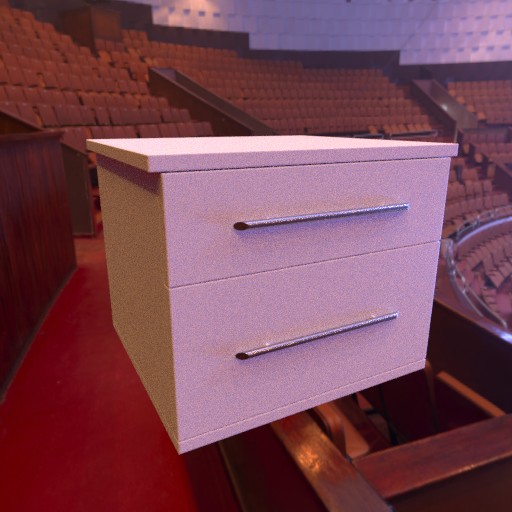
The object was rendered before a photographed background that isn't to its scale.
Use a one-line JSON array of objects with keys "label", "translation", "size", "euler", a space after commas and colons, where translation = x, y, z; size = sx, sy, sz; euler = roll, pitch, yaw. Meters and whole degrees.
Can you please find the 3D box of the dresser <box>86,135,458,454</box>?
[{"label": "dresser", "translation": [0.000, 0.000, 0.720], "size": [0.430, 0.360, 0.400], "euler": [-9, 19, -27]}]
